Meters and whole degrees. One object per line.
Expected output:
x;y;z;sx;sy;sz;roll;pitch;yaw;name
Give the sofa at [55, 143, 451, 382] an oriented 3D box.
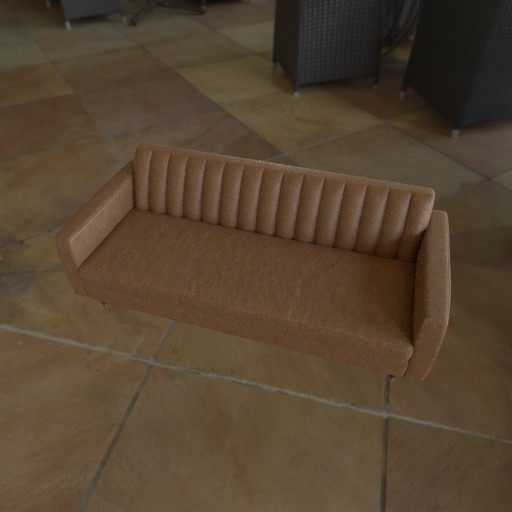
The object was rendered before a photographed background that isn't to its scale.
0.000;0.000;2.848;2.291;0.821;0.990;12;44;13;sofa
